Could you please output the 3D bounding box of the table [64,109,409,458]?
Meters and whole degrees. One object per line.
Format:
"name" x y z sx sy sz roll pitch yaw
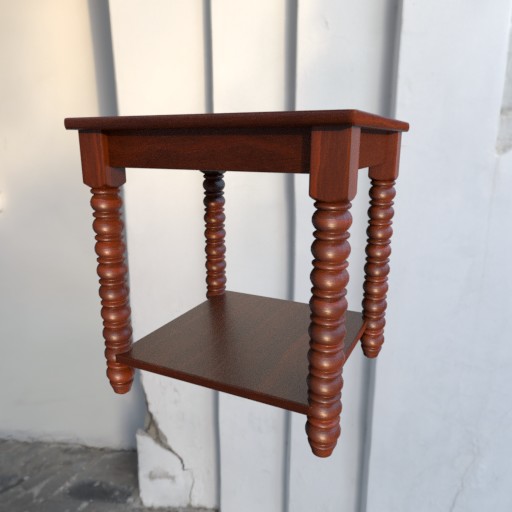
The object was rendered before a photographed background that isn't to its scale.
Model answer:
"table" 0.000 0.000 0.969 0.533 0.567 0.500 7 16 25
